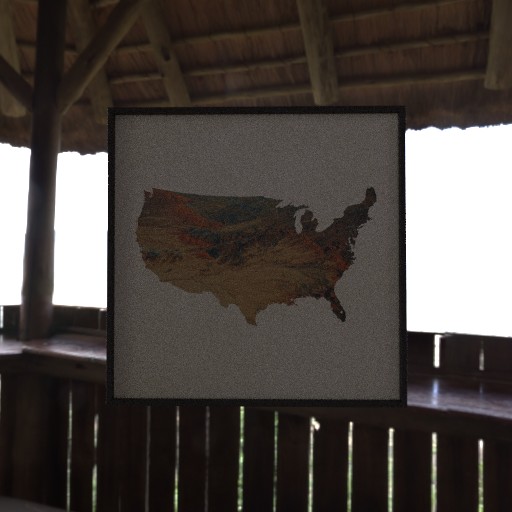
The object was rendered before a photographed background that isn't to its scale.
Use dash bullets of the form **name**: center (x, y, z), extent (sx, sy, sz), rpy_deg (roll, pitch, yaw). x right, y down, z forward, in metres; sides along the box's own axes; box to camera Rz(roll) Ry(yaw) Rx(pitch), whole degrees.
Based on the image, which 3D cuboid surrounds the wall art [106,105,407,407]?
- **wall art**: center (0.000, 0.000, 0.767), extent (0.507, 0.507, 0.038), rpy_deg (0, -1, 1)
